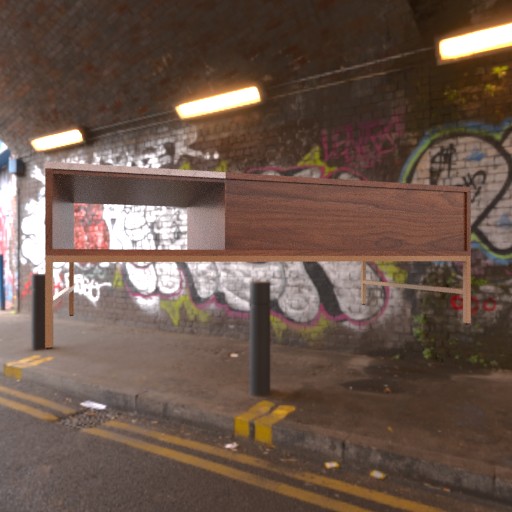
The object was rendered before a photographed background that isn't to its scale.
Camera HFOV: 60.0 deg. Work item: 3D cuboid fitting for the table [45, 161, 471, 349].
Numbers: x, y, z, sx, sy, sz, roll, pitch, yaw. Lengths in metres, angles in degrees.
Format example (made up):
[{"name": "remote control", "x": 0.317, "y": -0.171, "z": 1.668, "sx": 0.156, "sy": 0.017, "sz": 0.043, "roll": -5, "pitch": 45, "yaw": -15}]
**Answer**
[{"name": "table", "x": 0.000, "y": 0.000, "z": 1.910, "sx": 1.553, "sy": 0.551, "sz": 0.789, "roll": 0, "pitch": 0, "yaw": -18}]
